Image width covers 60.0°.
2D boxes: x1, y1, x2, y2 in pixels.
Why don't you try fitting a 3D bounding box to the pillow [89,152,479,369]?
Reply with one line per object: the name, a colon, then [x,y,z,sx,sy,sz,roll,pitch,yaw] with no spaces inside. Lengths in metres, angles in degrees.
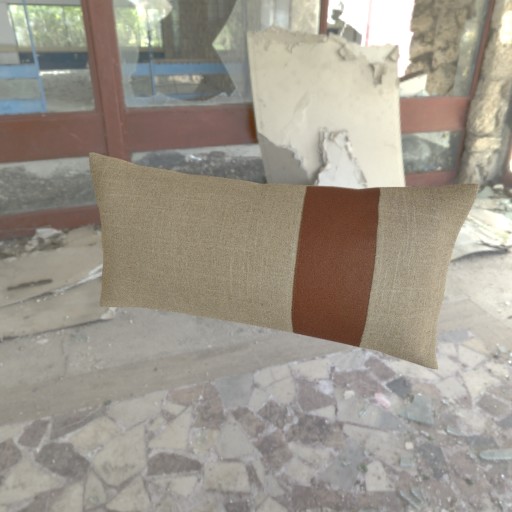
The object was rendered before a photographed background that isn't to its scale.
pillow: [0.000,0.000,0.718,0.612,0.282,0.155,8,27,15]
